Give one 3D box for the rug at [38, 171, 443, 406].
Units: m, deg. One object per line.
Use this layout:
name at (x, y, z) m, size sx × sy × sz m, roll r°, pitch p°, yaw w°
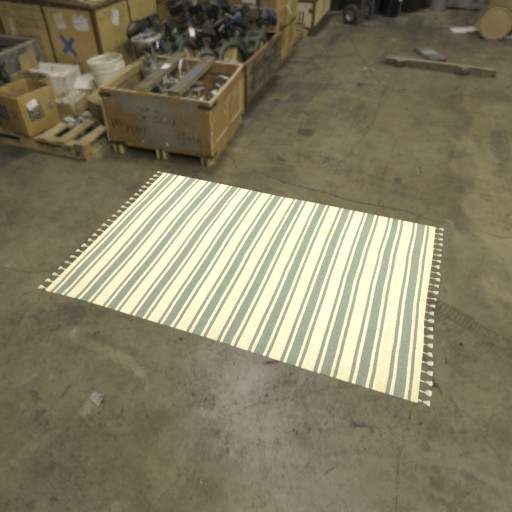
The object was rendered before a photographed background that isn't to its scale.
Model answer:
rug at (0.000, 0.000, 3.051) m, size 2.410 × 0.011 × 1.539 m, roll 14°, pitch 43°, yaw 15°
